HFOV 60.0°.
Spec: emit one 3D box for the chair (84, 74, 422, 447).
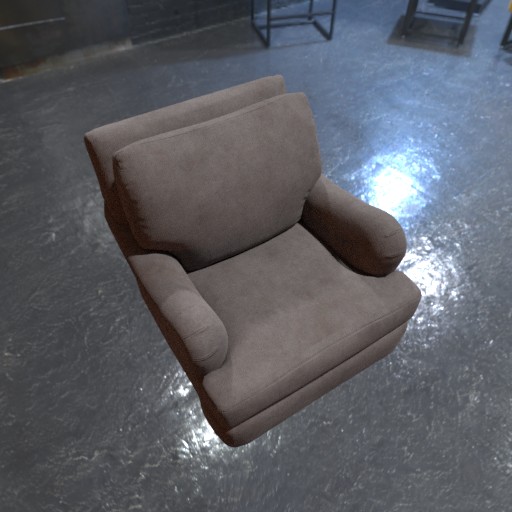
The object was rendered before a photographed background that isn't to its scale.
[{"bbox_3d":[0.000,0.000,1.830,0.955,0.997,1.070,-25,53,-21],"label":"chair"}]
